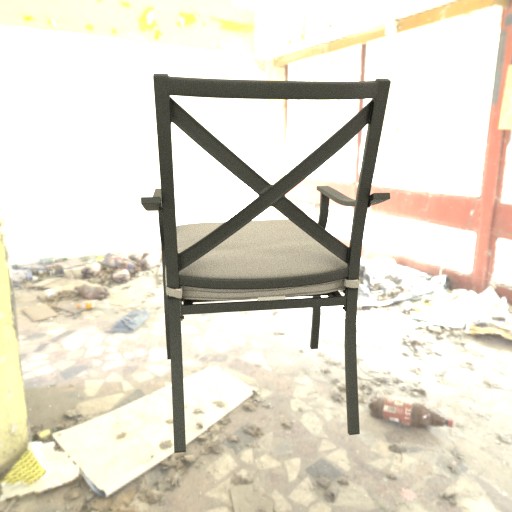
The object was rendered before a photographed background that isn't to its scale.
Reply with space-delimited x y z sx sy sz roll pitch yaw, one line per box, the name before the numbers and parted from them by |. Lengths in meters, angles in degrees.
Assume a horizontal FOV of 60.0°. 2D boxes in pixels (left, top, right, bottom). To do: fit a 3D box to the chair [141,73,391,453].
chair | 0.000 0.000 1.265 0.575 0.889 0.620 -2 15 -9
